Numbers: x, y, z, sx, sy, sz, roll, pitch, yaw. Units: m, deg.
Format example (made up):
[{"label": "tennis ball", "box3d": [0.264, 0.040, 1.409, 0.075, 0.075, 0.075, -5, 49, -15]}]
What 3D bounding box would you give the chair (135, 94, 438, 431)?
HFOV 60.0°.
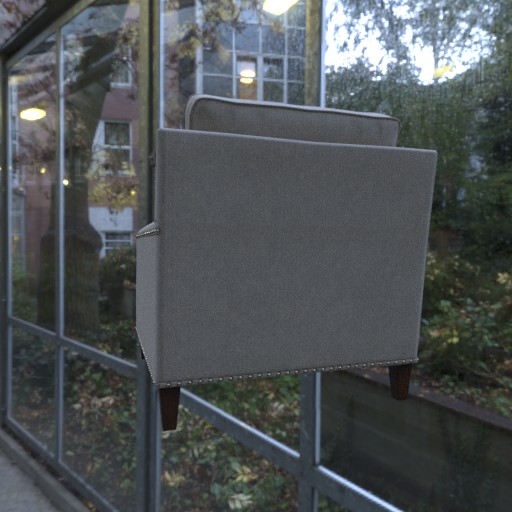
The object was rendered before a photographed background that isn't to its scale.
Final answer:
[{"label": "chair", "box3d": [0.000, 0.000, 1.705, 0.853, 0.943, 1.014, 0, 1, -18]}]
